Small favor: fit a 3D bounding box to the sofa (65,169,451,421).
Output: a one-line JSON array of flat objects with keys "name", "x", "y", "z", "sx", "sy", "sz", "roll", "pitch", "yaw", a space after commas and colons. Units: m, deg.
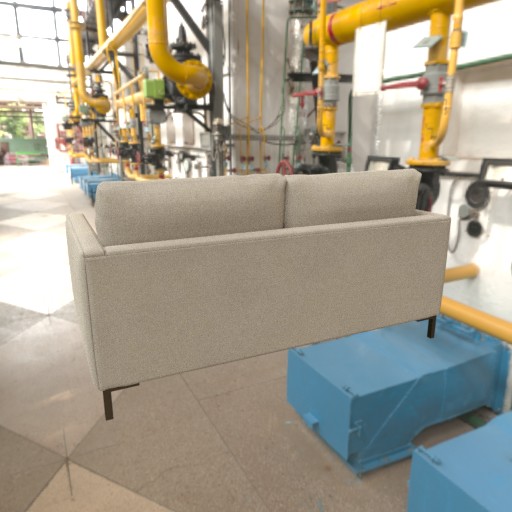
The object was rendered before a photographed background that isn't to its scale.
[{"name": "sofa", "x": 0.000, "y": 0.000, "z": 2.182, "sx": 1.682, "sy": 0.840, "sz": 0.875, "roll": -7, "pitch": 16, "yaw": -25}]
